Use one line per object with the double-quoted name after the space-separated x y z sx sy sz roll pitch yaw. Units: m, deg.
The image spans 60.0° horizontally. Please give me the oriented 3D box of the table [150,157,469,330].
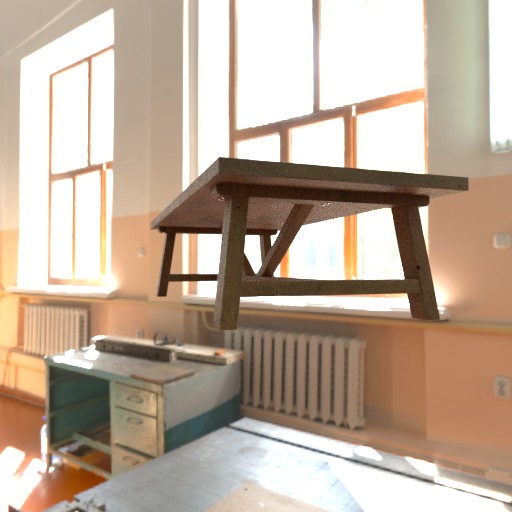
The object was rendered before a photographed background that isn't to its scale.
0.000 0.000 2.128 0.820 0.465 1.800 1 -2 -19 "table"
